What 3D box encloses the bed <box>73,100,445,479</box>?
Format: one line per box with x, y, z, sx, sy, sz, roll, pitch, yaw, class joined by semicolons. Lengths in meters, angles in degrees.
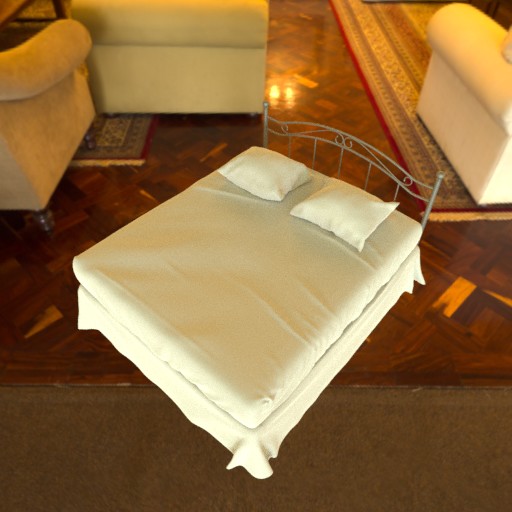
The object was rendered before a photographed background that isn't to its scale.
0.000;0.000;3.244;1.936;1.080;2.215;32;54;27;bed
